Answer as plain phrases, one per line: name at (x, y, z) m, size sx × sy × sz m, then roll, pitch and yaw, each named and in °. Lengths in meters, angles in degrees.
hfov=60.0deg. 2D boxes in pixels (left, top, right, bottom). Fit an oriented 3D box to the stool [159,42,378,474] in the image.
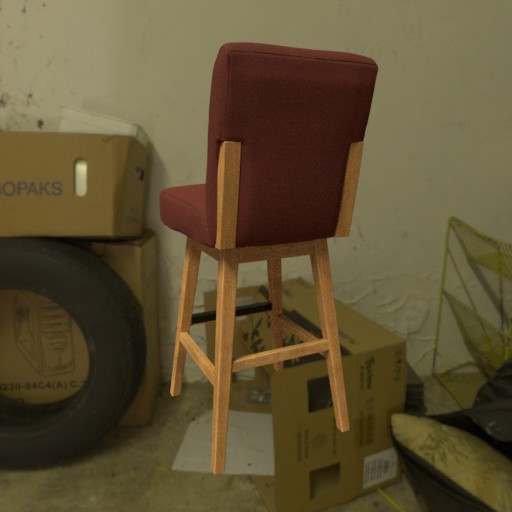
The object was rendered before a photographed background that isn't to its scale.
stool at (0.000, 0.000, 1.363) m, size 0.468 × 1.093 × 0.562 m, roll -7°, pitch 16°, yaw -25°
